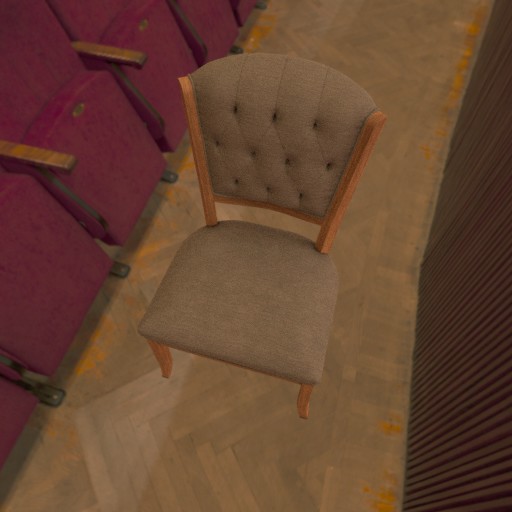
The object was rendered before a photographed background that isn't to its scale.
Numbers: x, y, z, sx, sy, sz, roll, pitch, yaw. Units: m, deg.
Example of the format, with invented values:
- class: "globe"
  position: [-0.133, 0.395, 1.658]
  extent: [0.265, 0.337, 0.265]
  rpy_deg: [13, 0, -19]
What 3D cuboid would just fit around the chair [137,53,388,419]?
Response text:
- class: "chair"
  position: [0.000, 0.000, 1.263]
  extent: [0.513, 0.905, 0.584]
  rpy_deg: [14, 57, 9]
